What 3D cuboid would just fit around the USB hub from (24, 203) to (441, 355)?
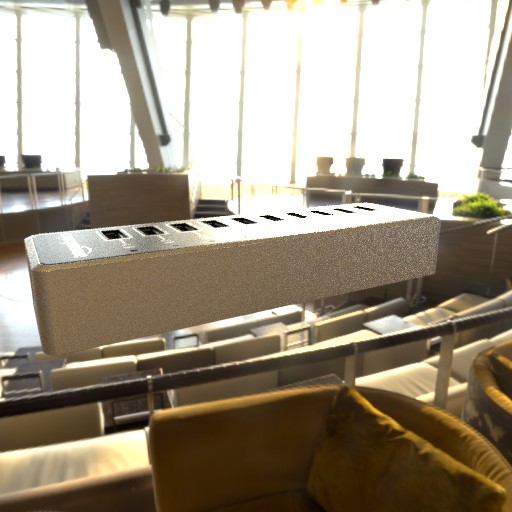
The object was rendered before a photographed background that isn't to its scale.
[{"bbox_3d":[0.000,0.000,0.159,0.145,0.023,0.044,-8,17,-28],"label":"USB hub"}]
